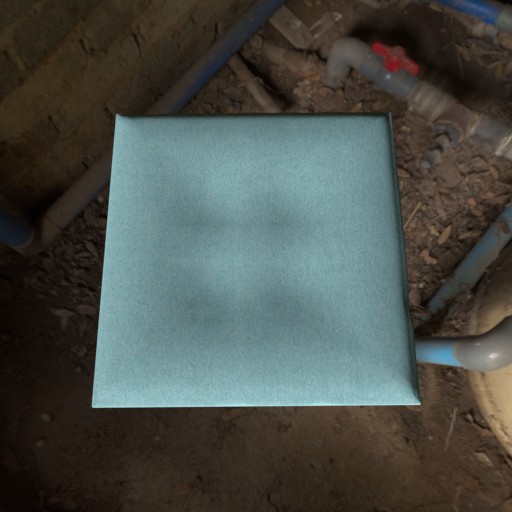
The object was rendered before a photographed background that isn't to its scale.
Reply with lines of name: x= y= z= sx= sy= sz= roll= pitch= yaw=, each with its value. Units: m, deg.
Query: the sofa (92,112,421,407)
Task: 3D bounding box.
sofa: x=0.000 y=0.000 z=1.447 sx=0.930 sy=0.330 sz=0.930 roll=0 pitch=75 yaw=0
